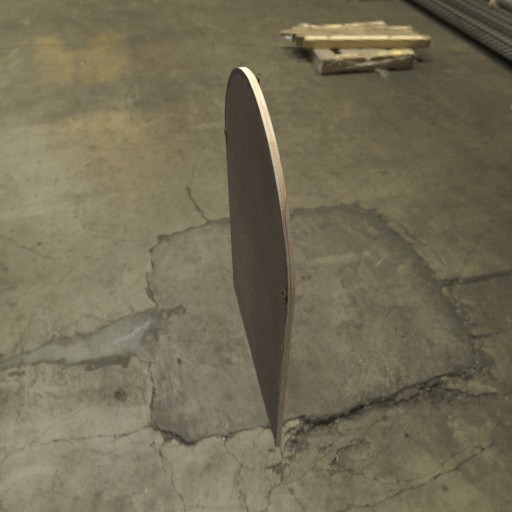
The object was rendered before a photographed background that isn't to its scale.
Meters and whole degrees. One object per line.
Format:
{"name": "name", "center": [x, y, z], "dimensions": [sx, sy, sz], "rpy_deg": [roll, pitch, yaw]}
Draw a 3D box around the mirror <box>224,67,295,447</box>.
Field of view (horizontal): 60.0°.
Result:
{"name": "mirror", "center": [0.000, 0.000, 1.127], "dimensions": [0.032, 0.915, 0.609], "rpy_deg": [-9, 46, -9]}
